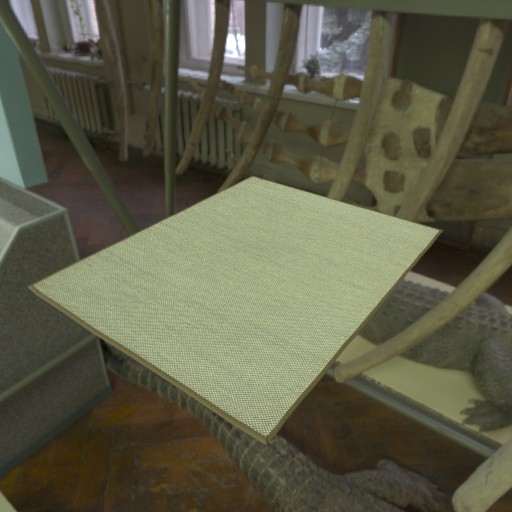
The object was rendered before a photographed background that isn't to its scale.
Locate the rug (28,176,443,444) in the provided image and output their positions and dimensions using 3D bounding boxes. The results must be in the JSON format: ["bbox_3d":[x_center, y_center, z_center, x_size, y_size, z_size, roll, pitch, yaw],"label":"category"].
[{"bbox_3d":[0.000,0.000,4.013,2.413,0.020,3.041,22,38,31],"label":"rug"}]
